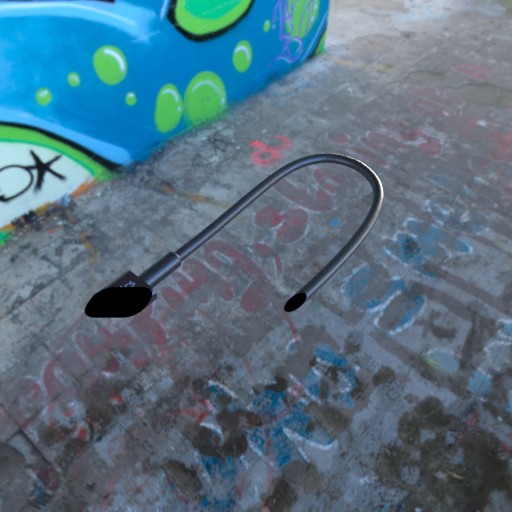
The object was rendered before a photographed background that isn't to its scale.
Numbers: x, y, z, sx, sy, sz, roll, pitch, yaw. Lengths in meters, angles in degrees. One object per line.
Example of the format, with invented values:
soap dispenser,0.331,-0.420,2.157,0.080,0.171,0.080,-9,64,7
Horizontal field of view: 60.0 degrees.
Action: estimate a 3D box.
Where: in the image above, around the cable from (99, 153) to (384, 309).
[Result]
cable,0.000,0.000,0.109,0.040,0.006,0.098,32,56,25
